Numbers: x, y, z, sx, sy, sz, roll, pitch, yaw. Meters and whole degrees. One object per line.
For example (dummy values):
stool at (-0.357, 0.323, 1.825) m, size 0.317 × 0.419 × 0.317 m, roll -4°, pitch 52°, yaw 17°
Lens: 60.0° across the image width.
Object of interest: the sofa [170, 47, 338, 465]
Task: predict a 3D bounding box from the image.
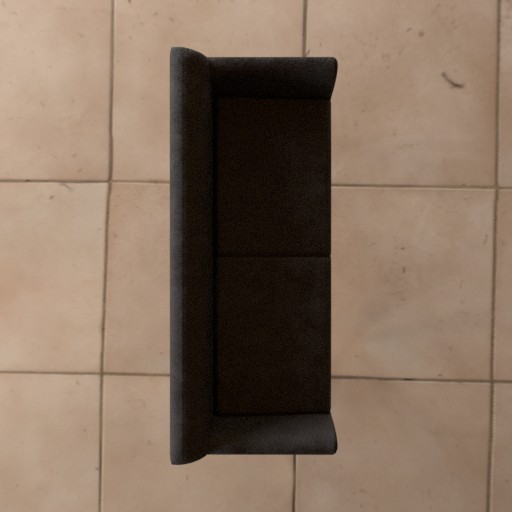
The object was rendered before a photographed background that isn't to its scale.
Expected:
sofa at (0.000, 0.000, 2.642) m, size 0.900 × 0.740 × 2.190 m, roll 0°, pitch 90°, yaw 0°
